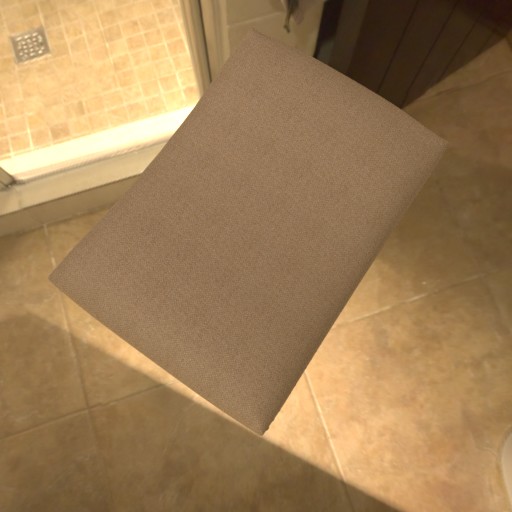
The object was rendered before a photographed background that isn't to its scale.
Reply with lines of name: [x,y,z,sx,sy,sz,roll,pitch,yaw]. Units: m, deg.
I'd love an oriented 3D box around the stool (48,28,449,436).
stool: [0.000,0.000,0.910,0.375,0.632,0.509,34,78,8]
